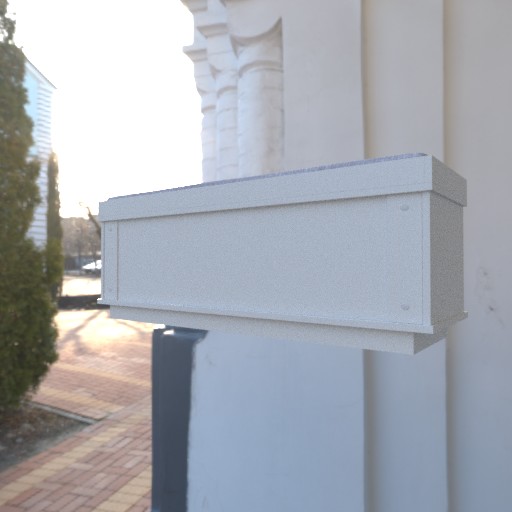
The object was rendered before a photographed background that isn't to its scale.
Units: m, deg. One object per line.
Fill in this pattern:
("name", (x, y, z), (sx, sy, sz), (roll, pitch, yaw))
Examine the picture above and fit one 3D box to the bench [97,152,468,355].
("bench", (0.000, 0.000, 1.439), (1.196, 0.453, 0.363), (-1, -1, 36))
